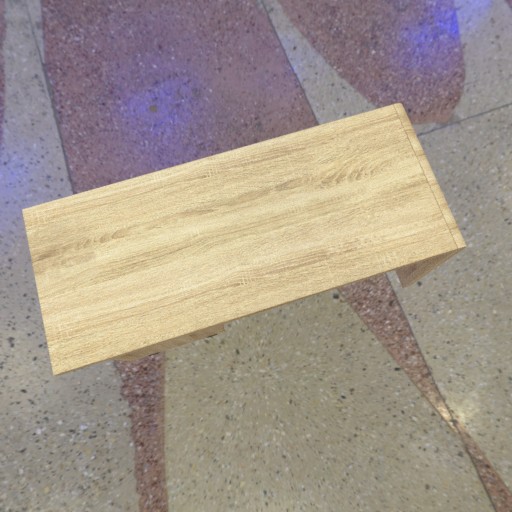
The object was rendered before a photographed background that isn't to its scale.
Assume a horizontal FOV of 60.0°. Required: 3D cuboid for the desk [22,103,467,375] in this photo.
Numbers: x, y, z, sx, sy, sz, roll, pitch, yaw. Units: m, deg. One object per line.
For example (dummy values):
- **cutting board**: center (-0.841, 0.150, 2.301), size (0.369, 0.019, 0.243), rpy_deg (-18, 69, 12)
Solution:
- **desk**: center (0.000, 0.000, 1.665), size (1.300, 0.750, 0.500), rpy_deg (-17, 76, -4)
